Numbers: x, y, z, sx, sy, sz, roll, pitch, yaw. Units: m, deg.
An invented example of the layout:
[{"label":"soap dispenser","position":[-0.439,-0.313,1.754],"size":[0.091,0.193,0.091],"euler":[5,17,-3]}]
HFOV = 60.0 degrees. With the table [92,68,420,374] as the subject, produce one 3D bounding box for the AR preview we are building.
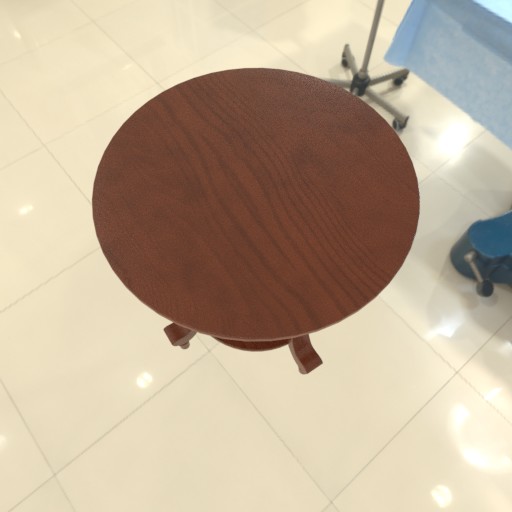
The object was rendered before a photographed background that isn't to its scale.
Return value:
[{"label":"table","position":[0.000,0.000,1.087],"size":[0.597,0.612,0.597],"euler":[0,63,0]}]
